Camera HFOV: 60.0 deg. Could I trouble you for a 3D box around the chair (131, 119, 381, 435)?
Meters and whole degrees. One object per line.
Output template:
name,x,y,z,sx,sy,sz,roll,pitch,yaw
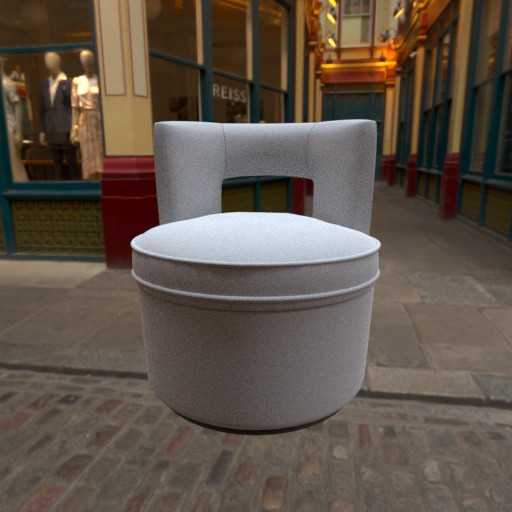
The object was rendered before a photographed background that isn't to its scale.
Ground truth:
chair,0.000,0.000,1.202,0.650,0.723,0.665,2,14,8
